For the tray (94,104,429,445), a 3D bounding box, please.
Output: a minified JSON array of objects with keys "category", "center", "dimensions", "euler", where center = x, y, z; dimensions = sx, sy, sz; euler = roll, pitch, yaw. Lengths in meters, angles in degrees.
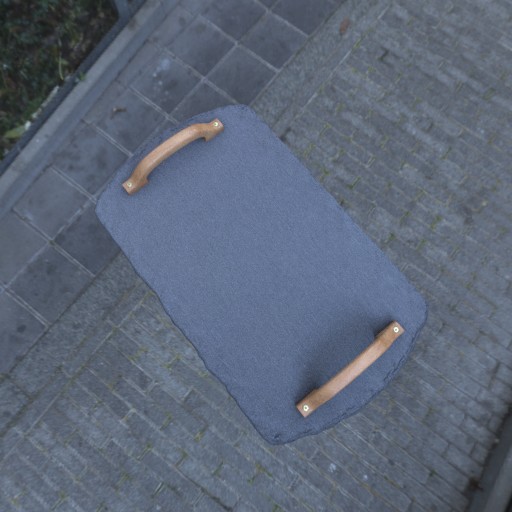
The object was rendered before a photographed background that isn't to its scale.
[{"category":"tray","center":[0.000,0.000,0.489],"dimensions":[0.231,0.062,0.387],"euler":[-38,78,-9]}]
